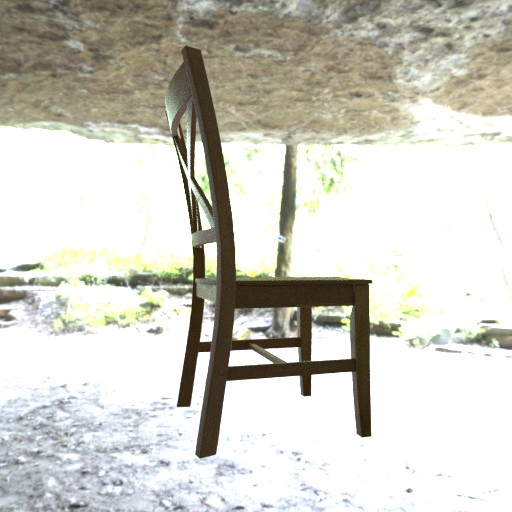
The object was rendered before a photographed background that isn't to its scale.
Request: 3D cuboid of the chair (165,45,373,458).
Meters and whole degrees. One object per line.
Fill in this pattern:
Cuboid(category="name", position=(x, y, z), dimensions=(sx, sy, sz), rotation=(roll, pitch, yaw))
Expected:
Cuboid(category="chair", position=(0.000, 0.000, 1.340), dimensions=(0.542, 0.983, 0.485), rotation=(1, -2, -17))
